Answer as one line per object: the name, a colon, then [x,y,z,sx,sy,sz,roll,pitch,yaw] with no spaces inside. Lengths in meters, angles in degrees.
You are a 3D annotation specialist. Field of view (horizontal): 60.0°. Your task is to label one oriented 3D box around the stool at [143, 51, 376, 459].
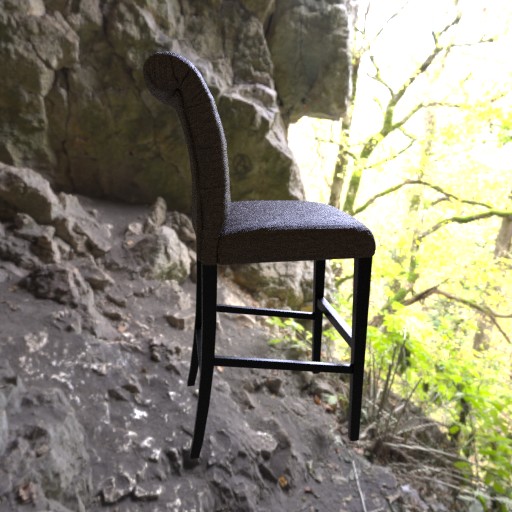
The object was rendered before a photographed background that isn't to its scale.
stool: [0.000,0.000,1.411,0.613,1.131,0.452,-3,16,-9]
